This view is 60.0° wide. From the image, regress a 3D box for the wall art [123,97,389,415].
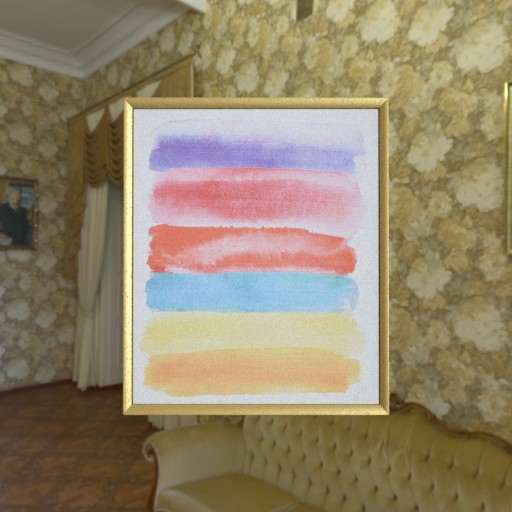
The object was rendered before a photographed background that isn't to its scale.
[{"bbox_3d":[0.000,0.000,0.919,0.537,0.642,0.048,0,0,0],"label":"wall art"}]
